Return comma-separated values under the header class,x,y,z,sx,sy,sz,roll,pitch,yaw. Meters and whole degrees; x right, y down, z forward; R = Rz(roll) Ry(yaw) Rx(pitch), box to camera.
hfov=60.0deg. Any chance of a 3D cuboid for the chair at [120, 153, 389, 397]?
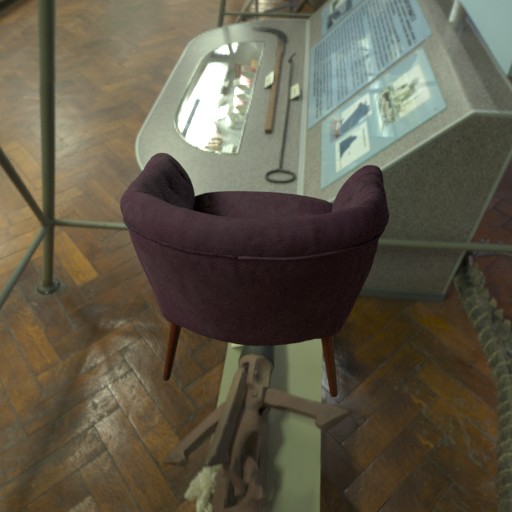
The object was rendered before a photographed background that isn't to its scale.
class,x,y,z,sx,sy,sz,roll,pitch,yaw
chair,0.000,0.000,1.544,0.851,0.885,0.776,4,46,4
